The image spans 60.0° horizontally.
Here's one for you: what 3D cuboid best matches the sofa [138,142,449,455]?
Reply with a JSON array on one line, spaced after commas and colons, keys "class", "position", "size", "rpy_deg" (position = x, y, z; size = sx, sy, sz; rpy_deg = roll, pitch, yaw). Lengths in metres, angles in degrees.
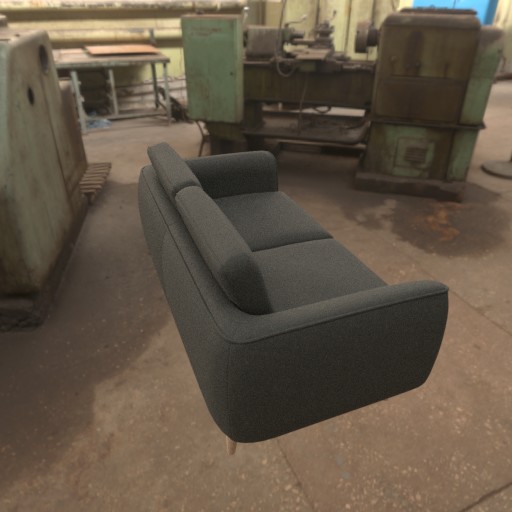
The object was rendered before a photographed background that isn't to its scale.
[{"class": "sofa", "position": [0.000, 0.000, 2.180], "size": [0.920, 0.850, 1.700], "rpy_deg": [-12, 33, -18]}]
